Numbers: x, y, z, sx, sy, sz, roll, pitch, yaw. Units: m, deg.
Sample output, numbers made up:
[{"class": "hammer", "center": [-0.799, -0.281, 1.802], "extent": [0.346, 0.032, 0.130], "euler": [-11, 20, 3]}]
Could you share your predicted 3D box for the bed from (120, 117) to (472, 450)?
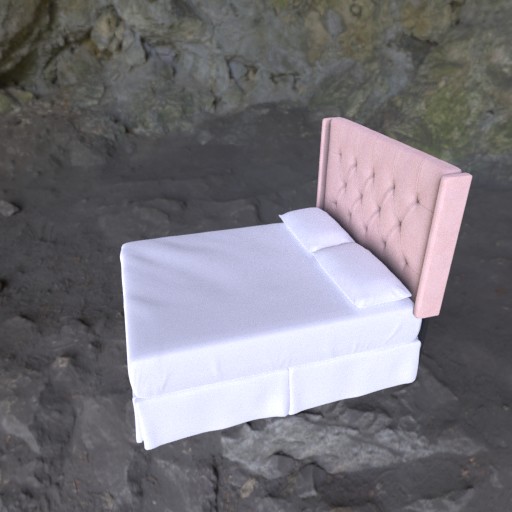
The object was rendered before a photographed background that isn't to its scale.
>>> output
[{"class": "bed", "center": [0.000, 0.000, 3.366], "extent": [2.066, 1.665, 1.719], "euler": [-8, 30, -14]}]
